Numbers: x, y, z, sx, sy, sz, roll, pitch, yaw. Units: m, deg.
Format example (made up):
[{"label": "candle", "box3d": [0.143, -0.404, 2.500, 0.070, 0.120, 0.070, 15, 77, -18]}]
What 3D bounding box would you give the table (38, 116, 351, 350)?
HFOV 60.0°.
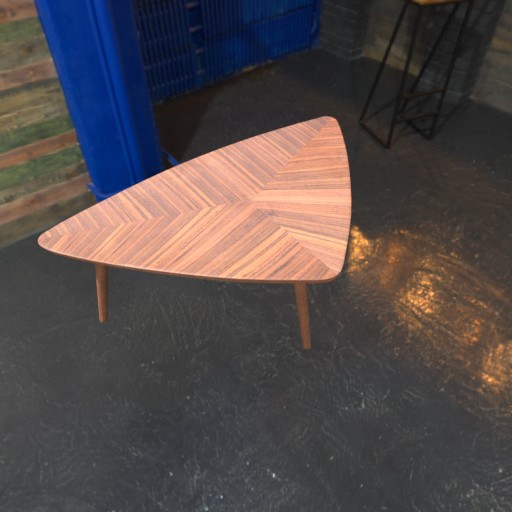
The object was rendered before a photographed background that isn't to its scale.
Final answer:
[{"label": "table", "box3d": [0.000, 0.000, 1.309, 1.008, 0.365, 0.601, -29, 52, -25]}]
